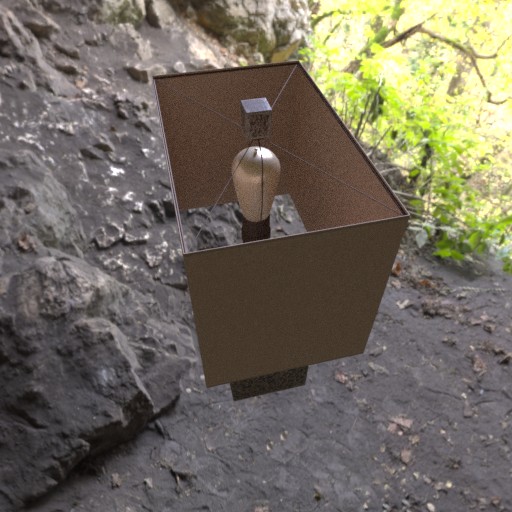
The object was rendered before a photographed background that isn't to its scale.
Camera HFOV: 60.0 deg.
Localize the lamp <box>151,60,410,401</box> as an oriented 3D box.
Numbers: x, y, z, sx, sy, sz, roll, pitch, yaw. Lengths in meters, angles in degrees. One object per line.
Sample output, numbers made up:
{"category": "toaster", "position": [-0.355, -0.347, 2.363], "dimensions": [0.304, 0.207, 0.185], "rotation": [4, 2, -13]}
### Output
{"category": "lamp", "position": [0.000, 0.000, 0.562], "dimensions": [0.180, 0.411, 0.294], "rotation": [-10, 48, -9]}
